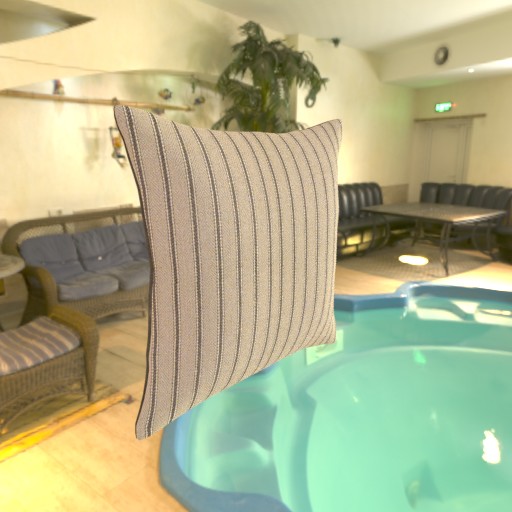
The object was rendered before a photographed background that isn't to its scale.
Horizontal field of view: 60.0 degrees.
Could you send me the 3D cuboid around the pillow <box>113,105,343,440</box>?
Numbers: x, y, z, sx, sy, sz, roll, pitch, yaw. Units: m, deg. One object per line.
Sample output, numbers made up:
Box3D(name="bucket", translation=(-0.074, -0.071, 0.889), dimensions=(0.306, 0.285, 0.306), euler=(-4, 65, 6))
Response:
Box3D(name="pillow", translation=(0.000, 0.000, 0.714), dimensions=(0.138, 0.444, 0.468), euler=(13, 18, 43))
